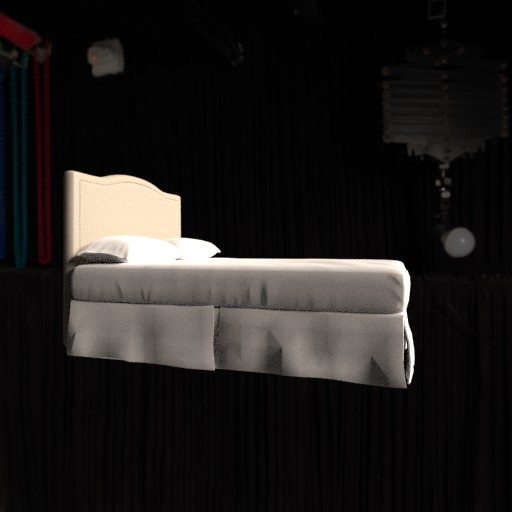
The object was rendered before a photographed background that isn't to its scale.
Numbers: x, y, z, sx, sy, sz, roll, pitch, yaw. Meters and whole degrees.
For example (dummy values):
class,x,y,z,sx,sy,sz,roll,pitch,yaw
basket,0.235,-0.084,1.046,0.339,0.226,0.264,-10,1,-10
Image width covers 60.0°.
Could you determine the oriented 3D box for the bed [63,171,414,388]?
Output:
class,x,y,z,sx,sy,sz,roll,pitch,yaw
bed,0.000,0.000,3.722,2.477,1.437,1.977,0,1,18
